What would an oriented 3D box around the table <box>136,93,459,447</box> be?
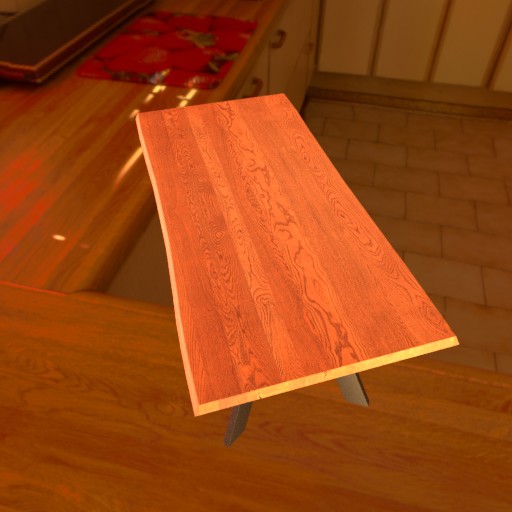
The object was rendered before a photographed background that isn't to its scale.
[{"bbox_3d":[0.000,0.000,2.243,0.900,0.770,1.800,-12,47,-11],"label":"table"}]
